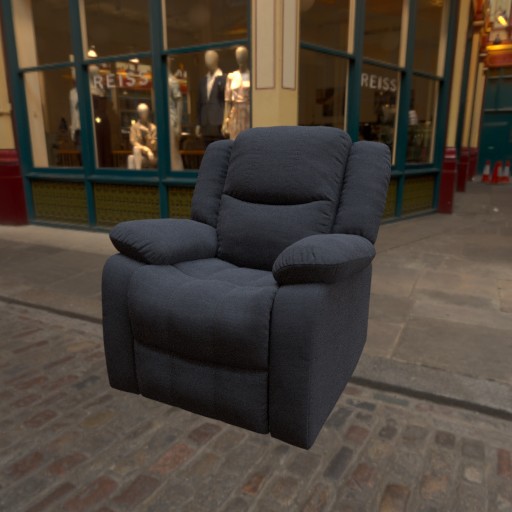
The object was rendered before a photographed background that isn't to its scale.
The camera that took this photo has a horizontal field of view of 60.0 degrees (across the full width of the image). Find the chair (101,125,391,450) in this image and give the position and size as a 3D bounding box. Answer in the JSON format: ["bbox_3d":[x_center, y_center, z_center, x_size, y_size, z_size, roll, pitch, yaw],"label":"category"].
[{"bbox_3d":[0.000,0.000,1.754,0.899,1.008,0.944,7,16,26],"label":"chair"}]
